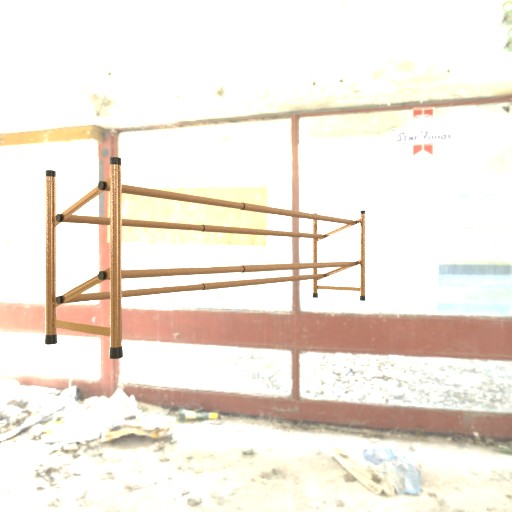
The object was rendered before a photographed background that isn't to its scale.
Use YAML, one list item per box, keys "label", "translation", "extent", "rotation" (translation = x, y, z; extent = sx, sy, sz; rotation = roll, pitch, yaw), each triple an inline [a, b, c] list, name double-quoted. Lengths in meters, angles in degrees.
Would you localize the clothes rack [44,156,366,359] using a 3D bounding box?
- label: "clothes rack"
  translation: [0.000, 0.000, 1.300]
  extent: [0.229, 0.349, 1.168]
  rotation: [0, 0, 35]
